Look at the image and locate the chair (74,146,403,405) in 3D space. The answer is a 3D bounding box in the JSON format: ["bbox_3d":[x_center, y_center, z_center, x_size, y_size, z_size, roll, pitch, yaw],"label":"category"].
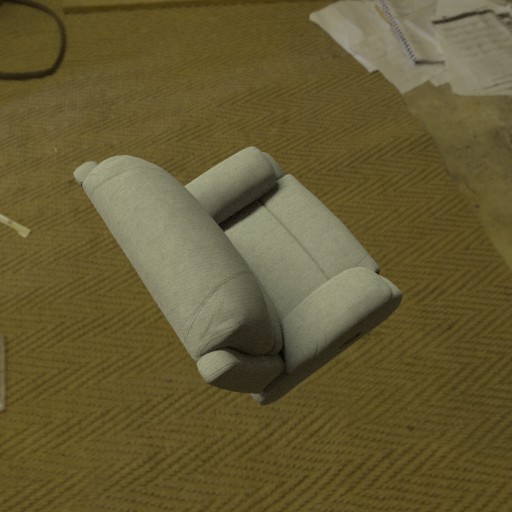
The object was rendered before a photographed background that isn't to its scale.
[{"bbox_3d":[0.000,0.000,1.766,0.899,1.011,0.930,-31,64,-17],"label":"chair"}]
